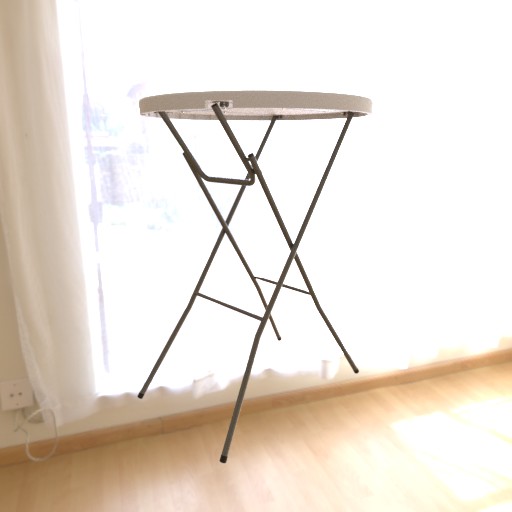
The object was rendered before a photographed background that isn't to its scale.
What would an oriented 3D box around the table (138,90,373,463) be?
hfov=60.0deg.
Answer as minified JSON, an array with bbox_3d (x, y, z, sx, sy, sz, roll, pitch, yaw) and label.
[{"bbox_3d":[0.000,0.000,1.682,0.795,1.105,0.792,-14,20,-42],"label":"table"}]
